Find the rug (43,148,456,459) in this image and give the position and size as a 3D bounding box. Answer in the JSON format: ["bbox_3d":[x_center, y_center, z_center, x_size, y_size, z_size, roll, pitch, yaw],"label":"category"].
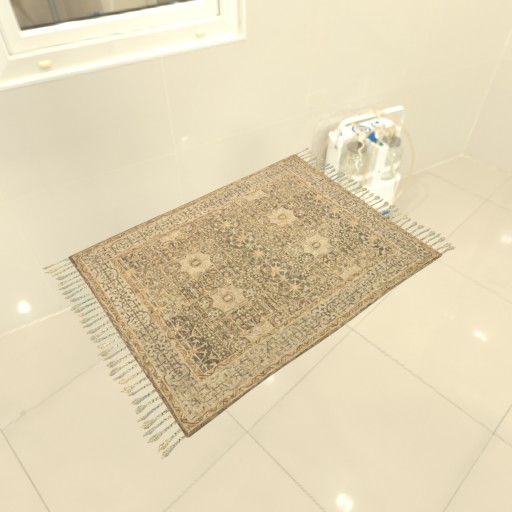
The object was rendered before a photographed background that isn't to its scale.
[{"bbox_3d":[0.000,0.000,3.113,2.465,0.023,1.619,-29,53,-25],"label":"rug"}]
